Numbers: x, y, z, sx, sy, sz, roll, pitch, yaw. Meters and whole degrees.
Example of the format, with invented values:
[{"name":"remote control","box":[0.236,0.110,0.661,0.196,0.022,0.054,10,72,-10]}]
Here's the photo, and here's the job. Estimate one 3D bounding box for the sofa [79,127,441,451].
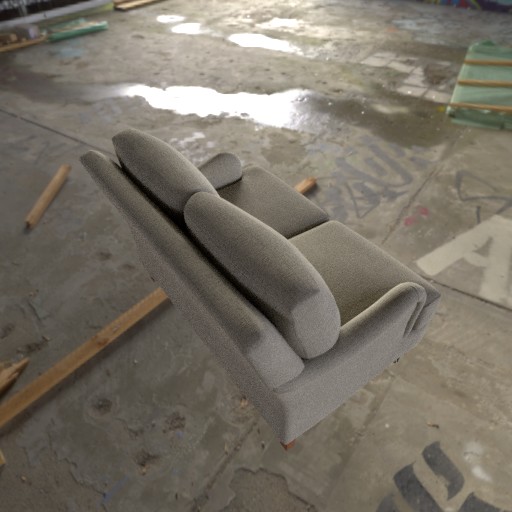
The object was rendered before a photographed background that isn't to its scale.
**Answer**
[{"name":"sofa","box":[0.000,0.000,2.194,1.087,0.999,1.480,-26,48,-26]}]
